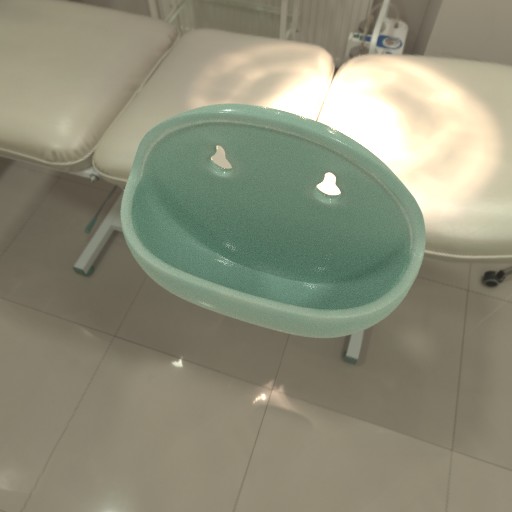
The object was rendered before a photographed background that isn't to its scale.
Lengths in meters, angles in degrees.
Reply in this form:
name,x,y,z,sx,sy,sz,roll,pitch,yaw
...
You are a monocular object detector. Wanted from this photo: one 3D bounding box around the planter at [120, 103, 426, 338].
name,x,y,z,sx,sy,sz,roll,pitch,yaw
planter,0.000,0.000,0.269,0.189,0.164,0.073,16,60,10
